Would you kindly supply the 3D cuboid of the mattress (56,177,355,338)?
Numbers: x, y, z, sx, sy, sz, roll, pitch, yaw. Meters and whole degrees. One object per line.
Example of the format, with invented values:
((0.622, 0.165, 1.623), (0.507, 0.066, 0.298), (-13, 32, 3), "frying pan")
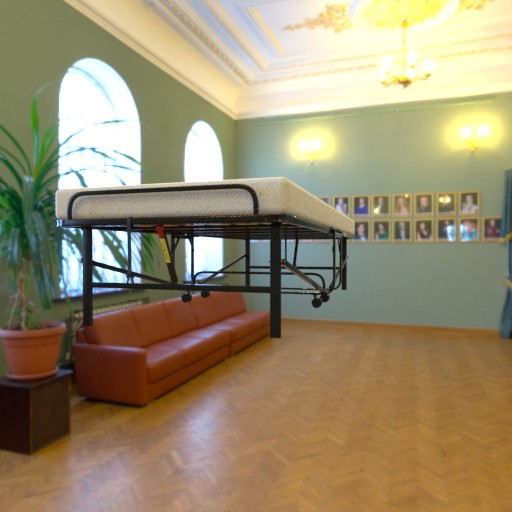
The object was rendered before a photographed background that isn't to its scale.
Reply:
((0.000, 0.000, 2.481), (0.922, 0.519, 2.153), (0, 1, 18), "mattress")
